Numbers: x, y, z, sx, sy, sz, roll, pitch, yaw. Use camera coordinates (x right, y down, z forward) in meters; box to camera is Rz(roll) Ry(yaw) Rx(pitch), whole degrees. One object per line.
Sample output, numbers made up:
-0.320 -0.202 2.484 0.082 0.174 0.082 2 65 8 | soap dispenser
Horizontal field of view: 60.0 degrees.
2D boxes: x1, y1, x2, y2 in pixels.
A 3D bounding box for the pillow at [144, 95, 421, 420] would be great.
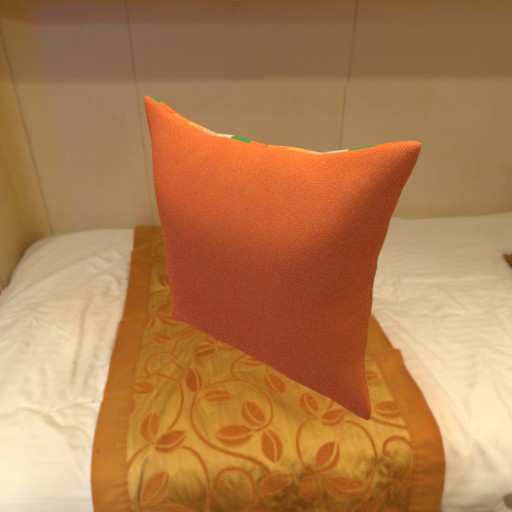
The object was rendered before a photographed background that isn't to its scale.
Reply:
0.000 0.000 0.710 0.453 0.444 0.169 21 36 32 | pillow
